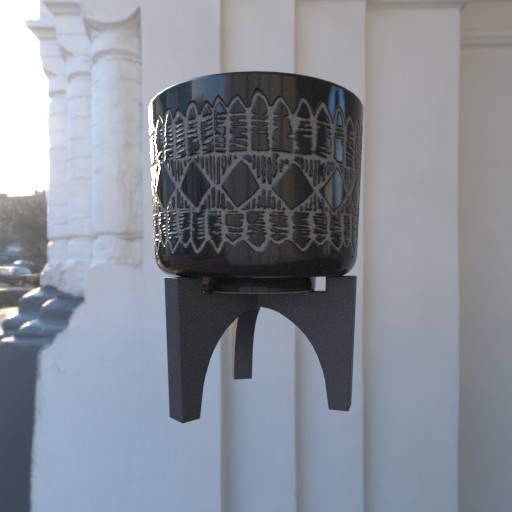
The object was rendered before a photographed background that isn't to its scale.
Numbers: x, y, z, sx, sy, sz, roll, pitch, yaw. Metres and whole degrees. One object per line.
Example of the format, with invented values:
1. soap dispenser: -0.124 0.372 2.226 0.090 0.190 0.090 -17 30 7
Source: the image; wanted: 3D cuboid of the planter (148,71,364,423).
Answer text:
1. planter: 0.000 0.000 0.413 0.196 0.264 0.196 0 -1 18
